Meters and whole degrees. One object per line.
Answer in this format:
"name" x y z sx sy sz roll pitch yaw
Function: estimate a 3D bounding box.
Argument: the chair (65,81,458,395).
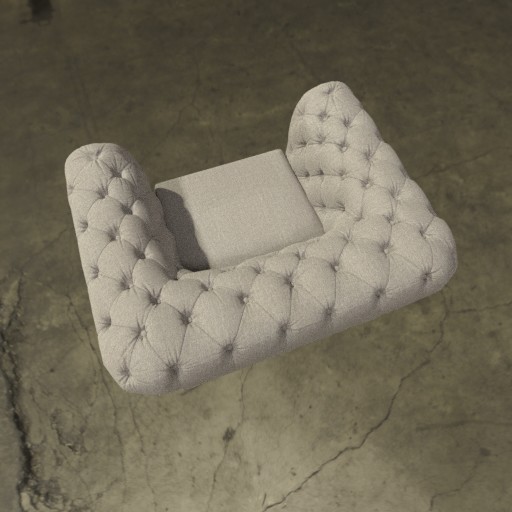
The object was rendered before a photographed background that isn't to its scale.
"chair" 0.000 0.000 1.859 1.270 0.770 0.976 -18 61 -10
